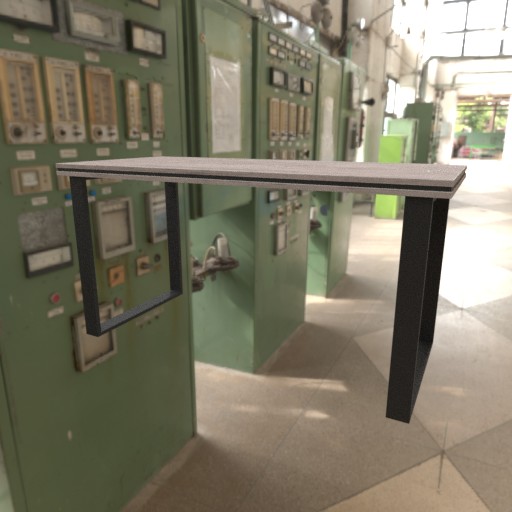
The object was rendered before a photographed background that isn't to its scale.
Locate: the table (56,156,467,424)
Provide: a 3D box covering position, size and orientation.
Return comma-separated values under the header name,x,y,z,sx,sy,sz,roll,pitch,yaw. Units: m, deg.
name,x,y,z,sx,sy,sz,roll,pitch,yaw
table,0.000,0.000,2.211,1.778,0.899,0.795,8,17,26
